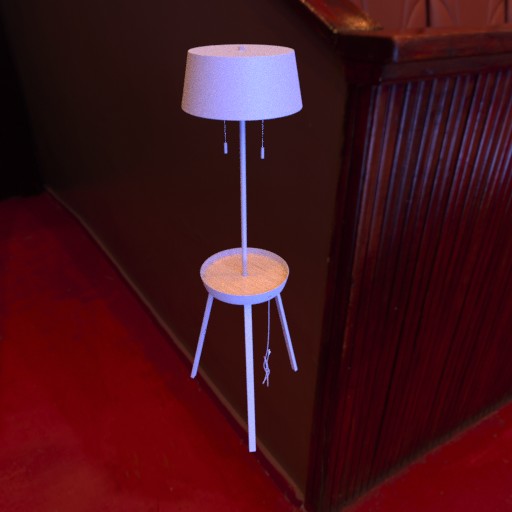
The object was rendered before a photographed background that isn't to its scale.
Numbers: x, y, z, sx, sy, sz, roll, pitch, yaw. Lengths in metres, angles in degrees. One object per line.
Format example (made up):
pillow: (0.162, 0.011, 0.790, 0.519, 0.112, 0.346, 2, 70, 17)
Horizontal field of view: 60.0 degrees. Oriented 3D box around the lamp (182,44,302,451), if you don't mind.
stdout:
lamp: (0.000, 0.000, 1.655, 0.468, 1.429, 0.508, -20, 37, -30)
